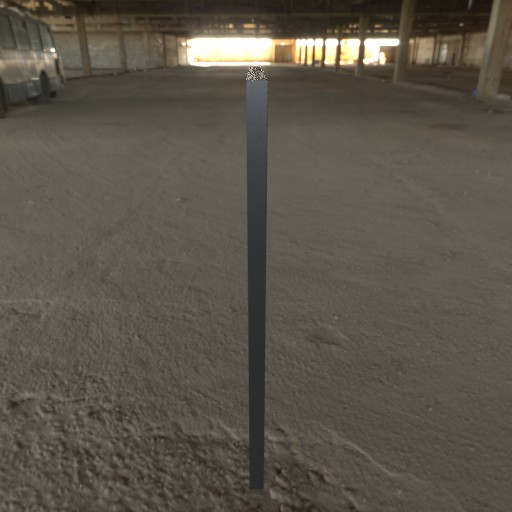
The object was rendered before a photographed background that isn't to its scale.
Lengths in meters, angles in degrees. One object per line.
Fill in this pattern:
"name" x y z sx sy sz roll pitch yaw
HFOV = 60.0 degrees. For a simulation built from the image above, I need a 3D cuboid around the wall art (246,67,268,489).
"wall art" 0.000 0.000 1.380 0.039 1.061 0.804 0 25 0
